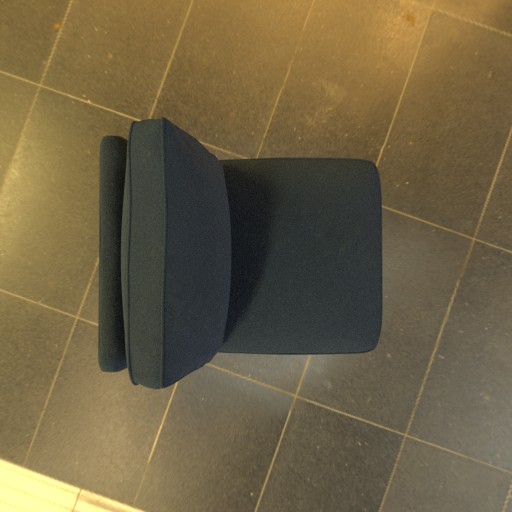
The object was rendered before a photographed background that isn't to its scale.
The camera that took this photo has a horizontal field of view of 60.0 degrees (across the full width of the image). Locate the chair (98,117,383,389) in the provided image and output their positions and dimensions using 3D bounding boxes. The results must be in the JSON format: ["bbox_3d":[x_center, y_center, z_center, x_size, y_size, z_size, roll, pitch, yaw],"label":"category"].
[{"bbox_3d":[0.000,0.000,1.647,0.912,1.052,0.724,0,89,0],"label":"chair"}]
